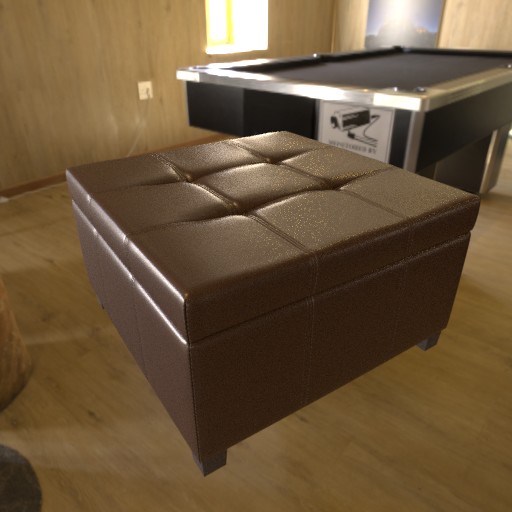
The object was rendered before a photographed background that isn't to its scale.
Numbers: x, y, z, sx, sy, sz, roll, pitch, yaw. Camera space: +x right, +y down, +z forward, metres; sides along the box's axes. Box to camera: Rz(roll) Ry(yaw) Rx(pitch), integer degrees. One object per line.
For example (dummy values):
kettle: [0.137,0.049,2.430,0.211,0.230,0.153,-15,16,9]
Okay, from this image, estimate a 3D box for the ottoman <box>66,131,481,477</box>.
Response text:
ottoman: [0.000,0.000,1.245,0.788,0.460,0.787,-18,34,-29]
